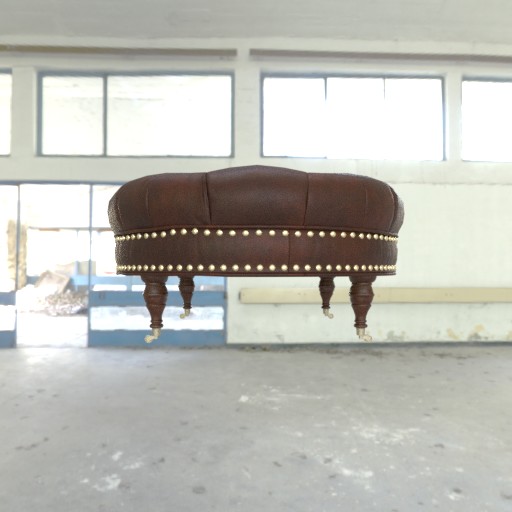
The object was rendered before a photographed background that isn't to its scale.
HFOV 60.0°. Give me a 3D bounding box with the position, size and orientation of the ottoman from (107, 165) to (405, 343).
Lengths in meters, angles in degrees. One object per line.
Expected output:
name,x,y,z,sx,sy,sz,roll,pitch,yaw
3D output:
ottoman,0.000,0.000,1.404,0.901,0.455,0.901,0,-2,0
